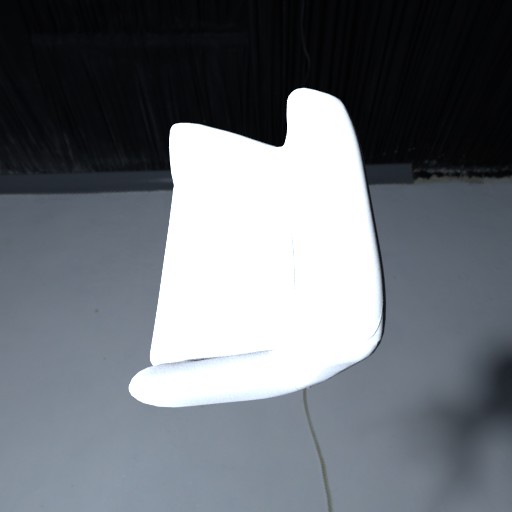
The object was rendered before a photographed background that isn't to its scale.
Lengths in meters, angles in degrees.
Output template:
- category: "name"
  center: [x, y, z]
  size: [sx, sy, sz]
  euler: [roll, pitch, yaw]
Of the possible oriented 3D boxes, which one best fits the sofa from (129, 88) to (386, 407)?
- category: "sofa"
  center: [0.000, 0.000, 2.063]
  size: [0.921, 0.878, 1.424]
  euler: [0, 57, 0]
